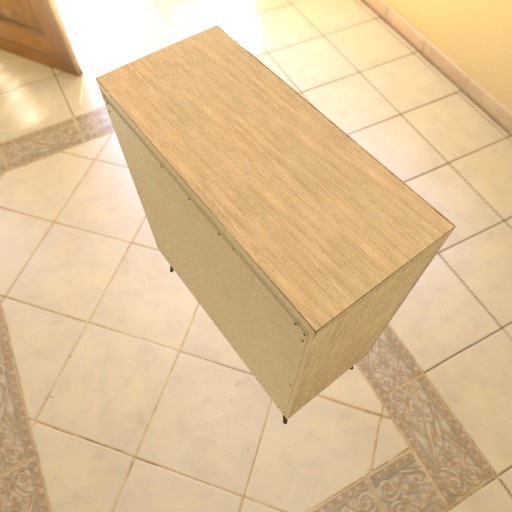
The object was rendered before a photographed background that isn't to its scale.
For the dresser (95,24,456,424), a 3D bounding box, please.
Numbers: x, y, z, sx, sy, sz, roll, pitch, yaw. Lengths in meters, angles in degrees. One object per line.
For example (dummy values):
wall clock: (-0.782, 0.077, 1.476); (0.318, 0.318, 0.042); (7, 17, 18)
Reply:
dresser: (0.000, 0.000, 1.730); (0.457, 1.219, 1.016); (-33, 65, -18)
